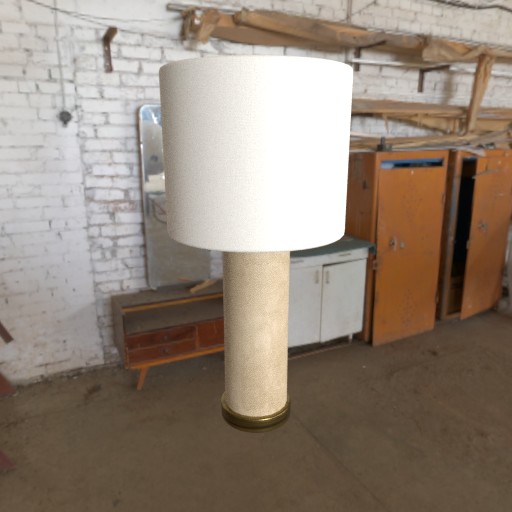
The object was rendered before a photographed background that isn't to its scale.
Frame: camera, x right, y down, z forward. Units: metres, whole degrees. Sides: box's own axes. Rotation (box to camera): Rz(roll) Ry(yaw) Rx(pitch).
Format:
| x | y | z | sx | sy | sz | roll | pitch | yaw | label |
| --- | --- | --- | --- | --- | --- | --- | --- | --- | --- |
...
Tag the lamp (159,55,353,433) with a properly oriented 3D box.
| x | y | z | sx | sy | sz | roll | pitch | yaw | label |
| --- | --- | --- | --- | --- | --- | --- | --- | --- | --- |
| 0.000 | 0.000 | 0.791 | 0.305 | 0.634 | 0.305 | 2 | 16 | 8 | lamp |
